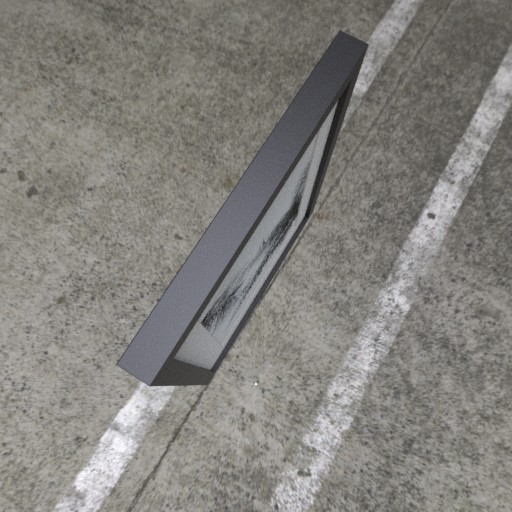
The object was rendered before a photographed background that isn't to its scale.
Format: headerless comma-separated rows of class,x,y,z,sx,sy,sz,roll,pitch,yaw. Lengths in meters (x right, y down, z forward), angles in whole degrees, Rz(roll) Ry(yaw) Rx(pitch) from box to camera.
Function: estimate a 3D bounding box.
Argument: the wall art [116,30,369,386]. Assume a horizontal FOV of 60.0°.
wall art,0.000,0.000,0.522,0.028,0.380,0.325,30,76,8
